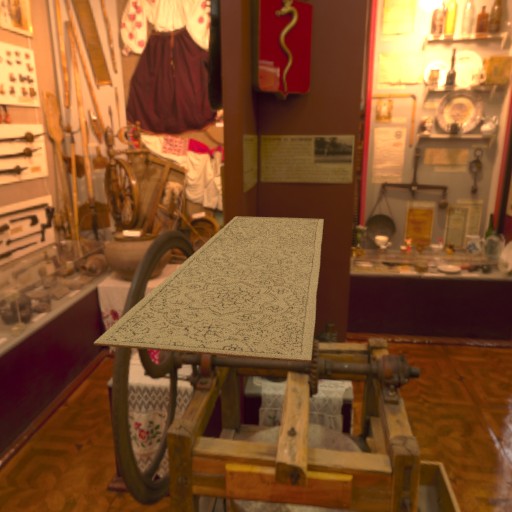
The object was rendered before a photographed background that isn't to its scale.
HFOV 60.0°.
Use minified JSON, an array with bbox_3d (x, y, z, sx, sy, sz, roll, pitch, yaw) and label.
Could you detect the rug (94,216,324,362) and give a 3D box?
[{"bbox_3d":[0.000,0.000,2.663,0.769,0.012,2.448,3,16,9],"label":"rug"}]
